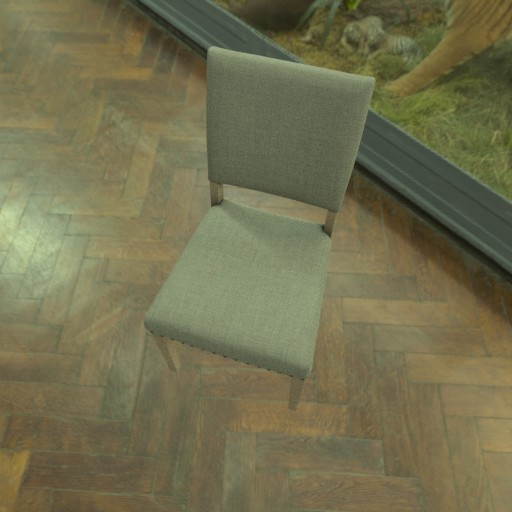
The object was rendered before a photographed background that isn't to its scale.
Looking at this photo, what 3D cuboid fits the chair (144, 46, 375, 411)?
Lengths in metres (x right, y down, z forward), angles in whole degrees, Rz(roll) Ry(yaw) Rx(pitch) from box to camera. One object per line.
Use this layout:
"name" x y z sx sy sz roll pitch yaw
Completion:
"chair" 0.000 0.000 1.389 0.508 0.986 0.622 15 59 9
